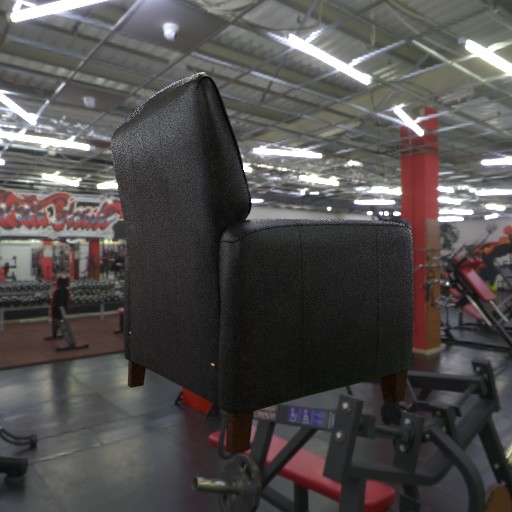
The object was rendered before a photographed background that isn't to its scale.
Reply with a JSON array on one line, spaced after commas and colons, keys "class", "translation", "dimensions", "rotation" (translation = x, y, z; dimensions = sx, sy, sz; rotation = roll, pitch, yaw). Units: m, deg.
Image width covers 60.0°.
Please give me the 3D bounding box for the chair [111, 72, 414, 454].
[{"class": "chair", "translation": [0.000, 0.000, 1.631], "dimensions": [0.864, 1.014, 0.848], "rotation": [0, 0, -36]}]
